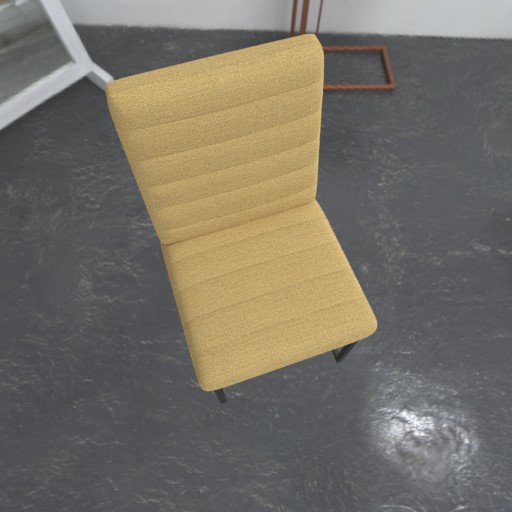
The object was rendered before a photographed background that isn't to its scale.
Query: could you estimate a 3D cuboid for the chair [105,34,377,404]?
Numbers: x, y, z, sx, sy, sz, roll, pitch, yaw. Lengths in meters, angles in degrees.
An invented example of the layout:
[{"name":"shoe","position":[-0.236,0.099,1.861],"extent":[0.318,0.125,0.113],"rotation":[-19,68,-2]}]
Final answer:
[{"name":"chair","position":[0.000,0.000,1.296],"extent":[0.520,0.930,0.634],"rotation":[-17,66,-8]}]
